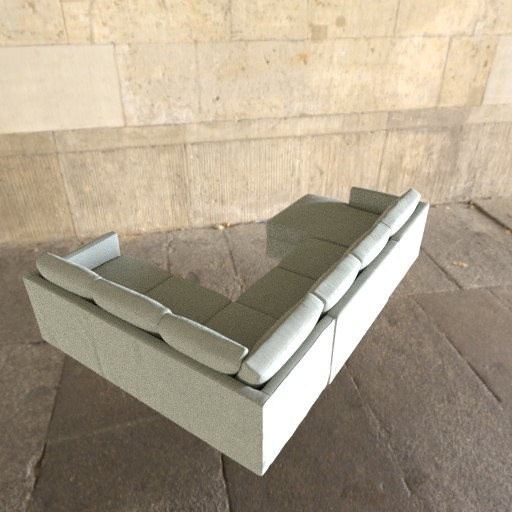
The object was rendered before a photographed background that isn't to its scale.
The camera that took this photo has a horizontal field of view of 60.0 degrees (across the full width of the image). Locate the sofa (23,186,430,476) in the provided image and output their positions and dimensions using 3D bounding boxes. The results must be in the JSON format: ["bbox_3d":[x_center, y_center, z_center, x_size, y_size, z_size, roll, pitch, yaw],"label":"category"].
[{"bbox_3d":[0.000,0.000,4.467,2.440,0.869,3.434,19,36,29],"label":"sofa"}]
